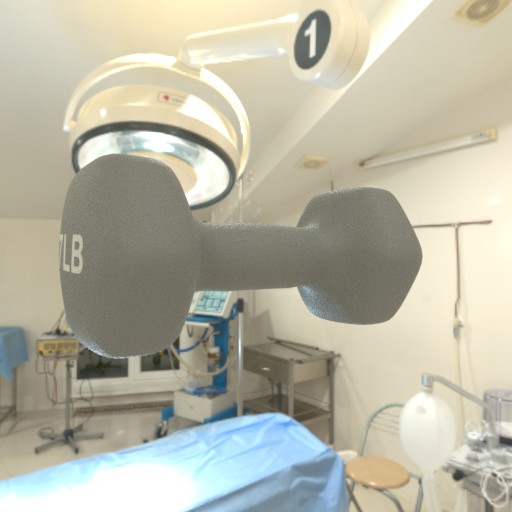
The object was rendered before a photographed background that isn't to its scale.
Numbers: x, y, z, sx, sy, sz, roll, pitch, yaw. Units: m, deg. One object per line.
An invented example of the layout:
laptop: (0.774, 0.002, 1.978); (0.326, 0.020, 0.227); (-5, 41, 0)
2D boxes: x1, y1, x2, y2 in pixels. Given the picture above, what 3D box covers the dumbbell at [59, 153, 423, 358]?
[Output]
dumbbell: (0.000, 0.000, 0.230); (0.184, 0.081, 0.090); (0, 0, -35)
